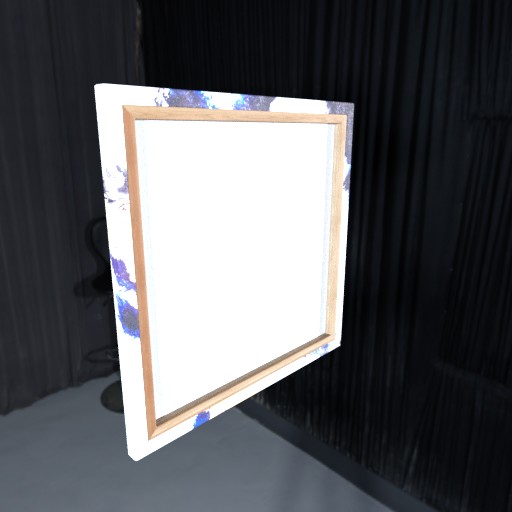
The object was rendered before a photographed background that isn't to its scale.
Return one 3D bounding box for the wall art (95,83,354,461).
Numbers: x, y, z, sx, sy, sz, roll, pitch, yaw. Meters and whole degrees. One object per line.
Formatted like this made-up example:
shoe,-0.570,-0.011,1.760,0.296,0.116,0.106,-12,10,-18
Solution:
wall art,0.000,0.000,1.301,0.038,0.885,0.887,15,22,43
